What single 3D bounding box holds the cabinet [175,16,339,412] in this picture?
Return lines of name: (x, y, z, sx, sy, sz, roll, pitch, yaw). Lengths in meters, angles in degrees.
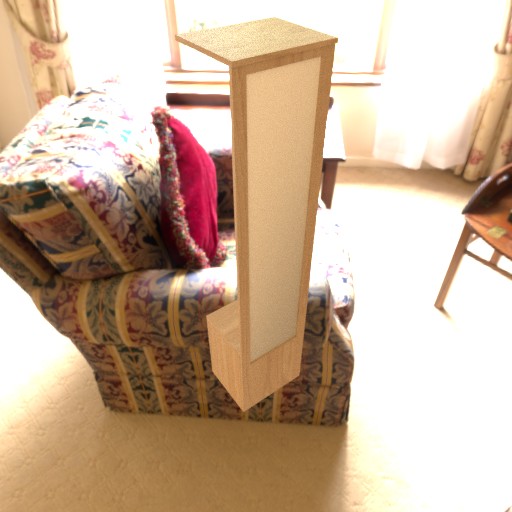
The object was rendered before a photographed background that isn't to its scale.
cabinet: (0.000, 0.000, 2.046, 0.411, 1.879, 0.338, -25, 47, -26)
